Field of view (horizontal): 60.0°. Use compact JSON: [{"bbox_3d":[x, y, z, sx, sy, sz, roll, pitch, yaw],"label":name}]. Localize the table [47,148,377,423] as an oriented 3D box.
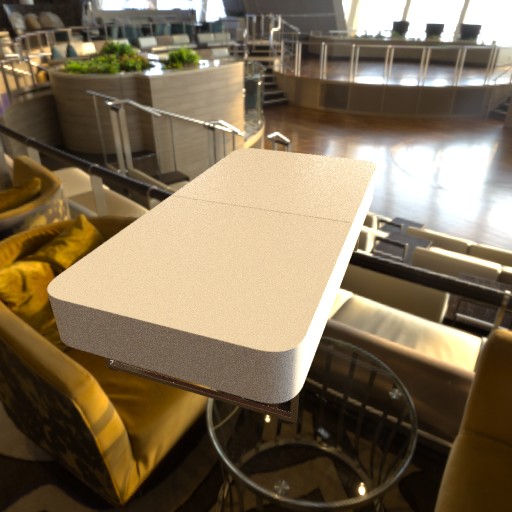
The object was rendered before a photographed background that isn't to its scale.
[{"bbox_3d":[0.000,0.000,1.457,0.600,0.340,1.200,11,32,18],"label":"table"}]
